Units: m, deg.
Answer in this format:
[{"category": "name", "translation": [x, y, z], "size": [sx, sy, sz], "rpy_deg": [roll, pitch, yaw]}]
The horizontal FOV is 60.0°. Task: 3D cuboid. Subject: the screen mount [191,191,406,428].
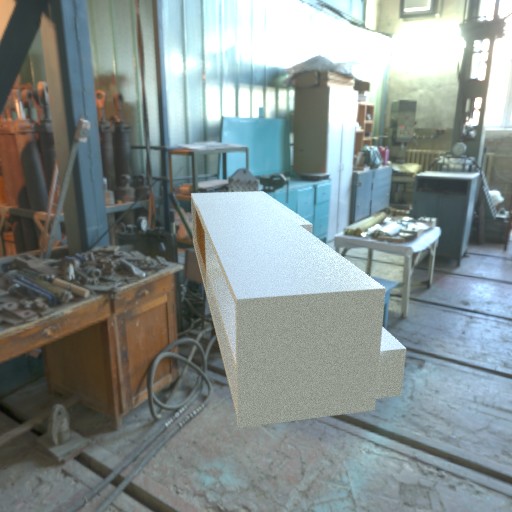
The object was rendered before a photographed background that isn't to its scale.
[{"category": "screen mount", "translation": [0.000, 0.000, 1.810], "size": [0.420, 0.320, 1.680], "rpy_deg": [-3, 17, -11]}]
